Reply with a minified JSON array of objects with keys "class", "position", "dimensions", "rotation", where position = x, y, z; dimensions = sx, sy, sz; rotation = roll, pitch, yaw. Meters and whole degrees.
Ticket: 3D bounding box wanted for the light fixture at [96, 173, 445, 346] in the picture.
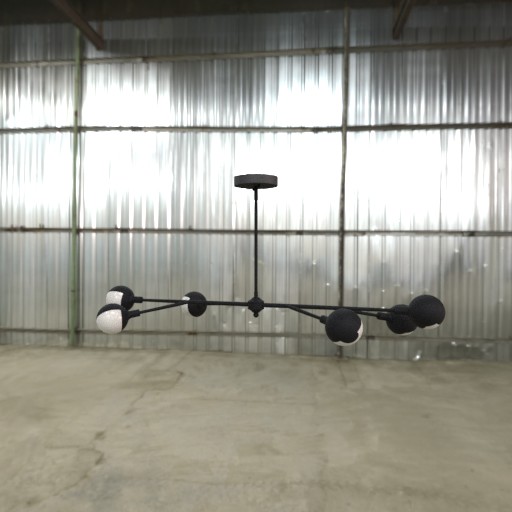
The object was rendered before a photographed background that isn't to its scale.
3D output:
[{"class":"light fixture","position":[0.000,0.000,1.022],"dimensions":[0.778,0.362,0.434],"rotation":[0,1,34]}]
